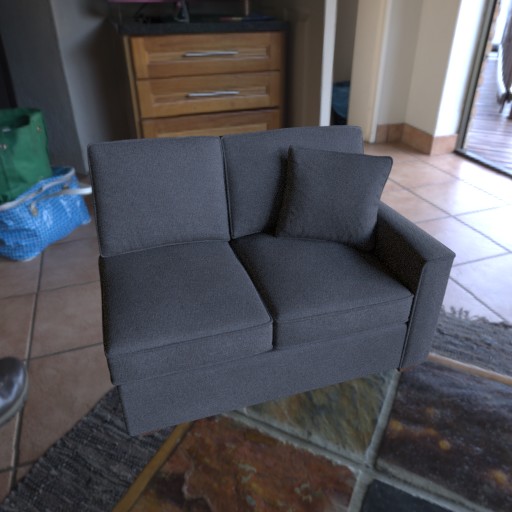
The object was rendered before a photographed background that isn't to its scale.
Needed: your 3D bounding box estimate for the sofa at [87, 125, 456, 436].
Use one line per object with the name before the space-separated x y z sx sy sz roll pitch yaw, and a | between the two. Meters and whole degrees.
sofa | 0.000 0.000 2.044 1.388 0.989 0.991 -9 32 -15
